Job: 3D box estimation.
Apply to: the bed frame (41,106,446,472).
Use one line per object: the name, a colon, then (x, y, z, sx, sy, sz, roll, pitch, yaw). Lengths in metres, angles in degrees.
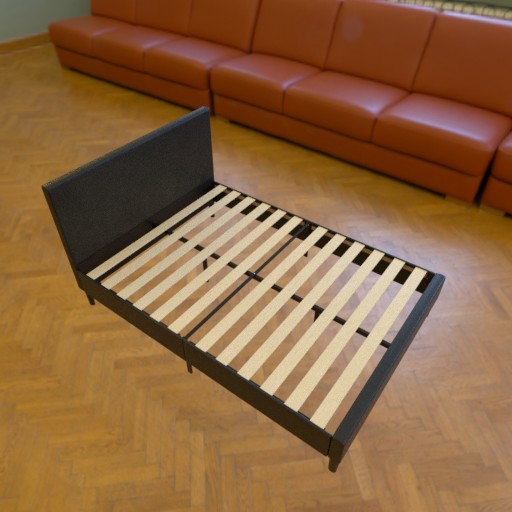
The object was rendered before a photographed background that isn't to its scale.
bed frame: (0.000, 0.000, 2.972, 2.152, 1.046, 1.469, 26, 48, 27)
